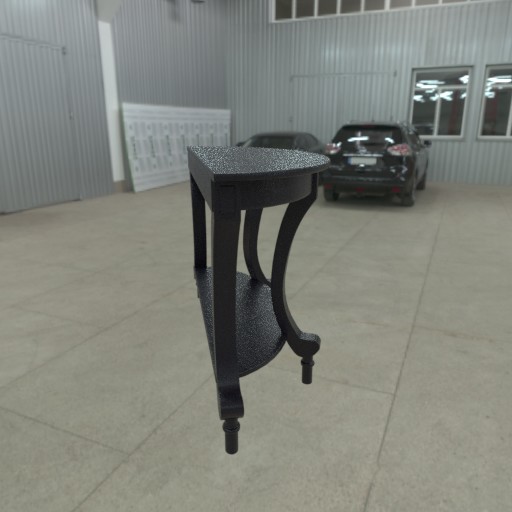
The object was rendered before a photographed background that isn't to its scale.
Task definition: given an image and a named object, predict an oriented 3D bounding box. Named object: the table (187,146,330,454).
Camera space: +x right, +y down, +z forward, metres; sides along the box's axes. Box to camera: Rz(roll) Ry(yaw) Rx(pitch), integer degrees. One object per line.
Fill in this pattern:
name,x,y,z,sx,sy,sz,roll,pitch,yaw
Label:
table,0.000,0.000,1.535,0.394,0.692,1.198,-3,17,-11
